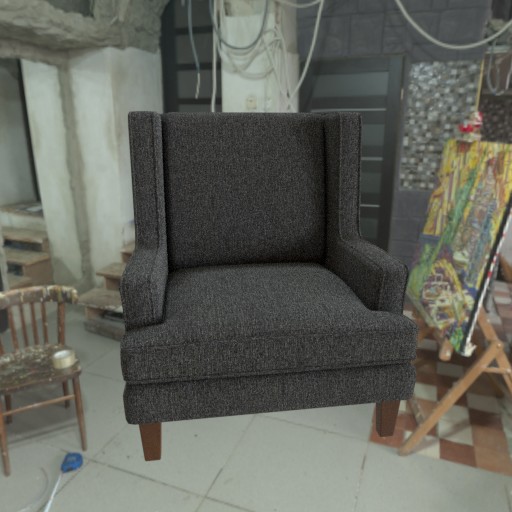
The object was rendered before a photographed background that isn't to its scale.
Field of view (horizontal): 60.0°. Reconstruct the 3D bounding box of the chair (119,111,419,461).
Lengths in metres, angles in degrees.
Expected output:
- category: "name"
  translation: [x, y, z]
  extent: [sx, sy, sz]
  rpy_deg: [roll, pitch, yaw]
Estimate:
- category: "chair"
  translation: [0.000, 0.000, 1.716]
  extent: [0.942, 1.082, 0.927]
  rpy_deg: [-2, 17, -8]
